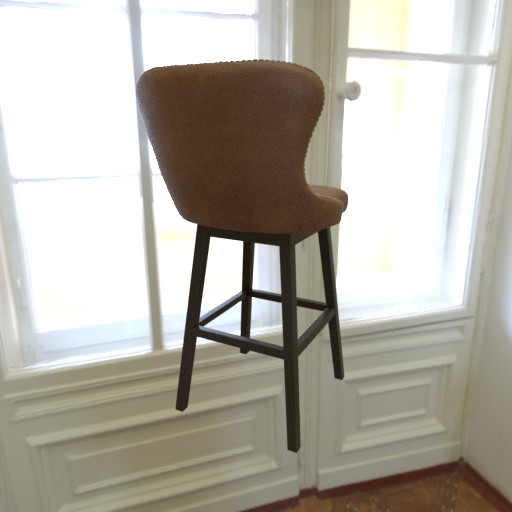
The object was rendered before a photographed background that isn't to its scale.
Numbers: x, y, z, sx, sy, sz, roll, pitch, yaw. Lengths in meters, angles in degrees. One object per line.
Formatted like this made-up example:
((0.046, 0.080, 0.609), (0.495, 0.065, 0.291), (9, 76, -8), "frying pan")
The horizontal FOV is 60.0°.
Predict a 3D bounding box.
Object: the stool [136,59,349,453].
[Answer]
((0.000, 0.000, 1.375), (0.528, 1.050, 0.601), (9, 19, 27), "stool")
